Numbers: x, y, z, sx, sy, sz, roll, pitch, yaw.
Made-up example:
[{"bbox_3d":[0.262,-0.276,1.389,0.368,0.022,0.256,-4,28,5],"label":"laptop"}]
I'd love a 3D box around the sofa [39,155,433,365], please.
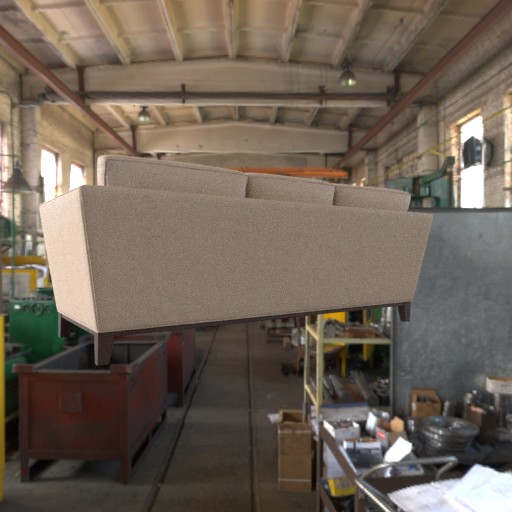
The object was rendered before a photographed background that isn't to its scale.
[{"bbox_3d":[0.000,0.000,2.843,2.388,0.940,0.965,0,1,-35],"label":"sofa"}]
